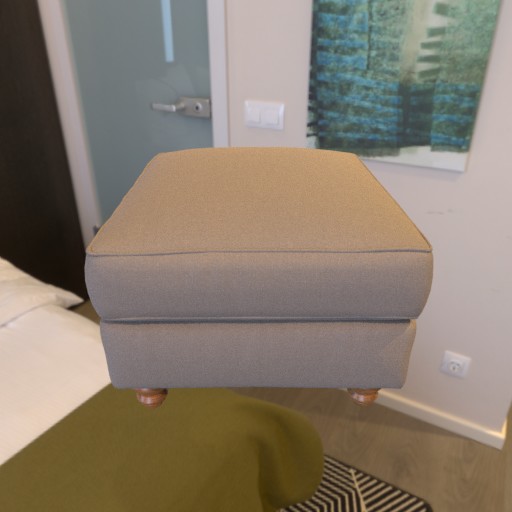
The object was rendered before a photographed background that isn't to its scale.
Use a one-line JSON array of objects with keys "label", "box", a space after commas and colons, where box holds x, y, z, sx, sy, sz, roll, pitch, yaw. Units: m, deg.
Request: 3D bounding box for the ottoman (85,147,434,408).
[{"label": "ottoman", "box": [0.000, 0.000, 1.167, 0.662, 0.505, 0.721, 0, 27, -1]}]
